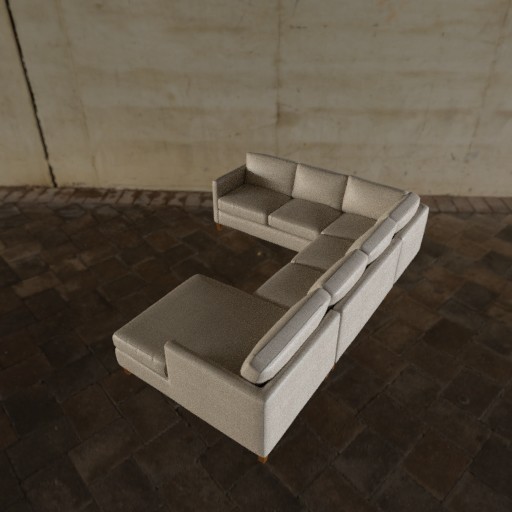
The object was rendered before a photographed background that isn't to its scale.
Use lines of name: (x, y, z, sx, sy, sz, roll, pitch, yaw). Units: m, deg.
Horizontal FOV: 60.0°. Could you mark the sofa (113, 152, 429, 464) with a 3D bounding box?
sofa: (0.000, 0.000, 4.759, 2.594, 0.961, 3.460, 21, 39, 29)
